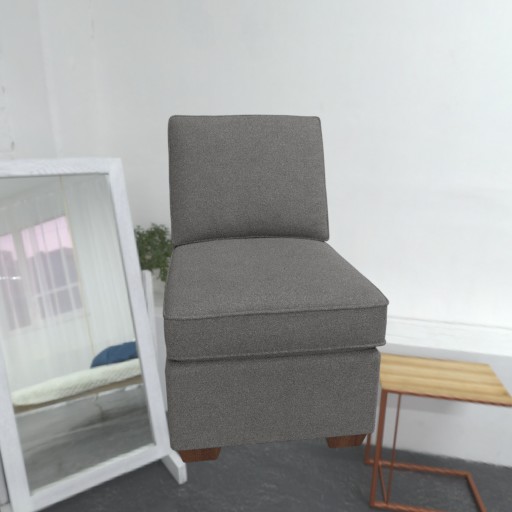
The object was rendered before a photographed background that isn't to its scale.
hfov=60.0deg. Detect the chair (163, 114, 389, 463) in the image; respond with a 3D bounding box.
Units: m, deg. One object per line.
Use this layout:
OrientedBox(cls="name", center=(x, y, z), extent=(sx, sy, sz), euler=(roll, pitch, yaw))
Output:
OrientedBox(cls="chair", center=(0.000, 0.000, 1.562), extent=(0.621, 0.970, 0.938), euler=(-2, 16, -7))
